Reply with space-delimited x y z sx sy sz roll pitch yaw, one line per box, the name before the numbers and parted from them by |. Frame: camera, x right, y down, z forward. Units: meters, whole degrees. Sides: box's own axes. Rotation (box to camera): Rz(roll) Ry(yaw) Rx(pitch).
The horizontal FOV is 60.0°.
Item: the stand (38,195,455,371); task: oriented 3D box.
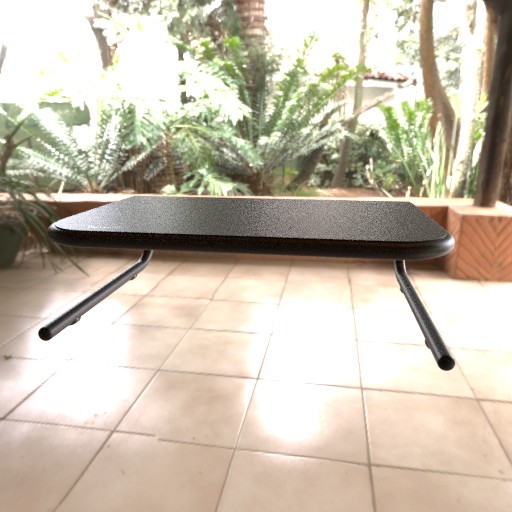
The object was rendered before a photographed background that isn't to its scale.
stand | 0.000 0.000 0.504 0.370 0.108 0.280 2 16 8
